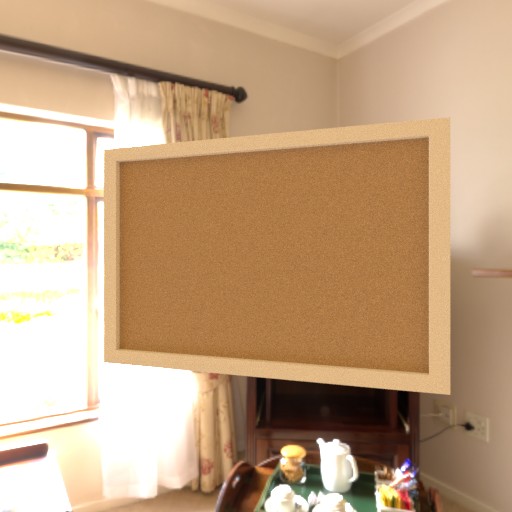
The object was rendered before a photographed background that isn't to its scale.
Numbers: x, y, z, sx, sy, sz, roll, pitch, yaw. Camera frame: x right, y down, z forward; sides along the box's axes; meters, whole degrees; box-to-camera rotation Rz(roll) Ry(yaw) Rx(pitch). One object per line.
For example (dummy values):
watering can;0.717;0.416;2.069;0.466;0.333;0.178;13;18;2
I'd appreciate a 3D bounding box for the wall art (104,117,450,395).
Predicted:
wall art;0.000;0.000;1.422;1.144;0.767;0.038;0;0;19
